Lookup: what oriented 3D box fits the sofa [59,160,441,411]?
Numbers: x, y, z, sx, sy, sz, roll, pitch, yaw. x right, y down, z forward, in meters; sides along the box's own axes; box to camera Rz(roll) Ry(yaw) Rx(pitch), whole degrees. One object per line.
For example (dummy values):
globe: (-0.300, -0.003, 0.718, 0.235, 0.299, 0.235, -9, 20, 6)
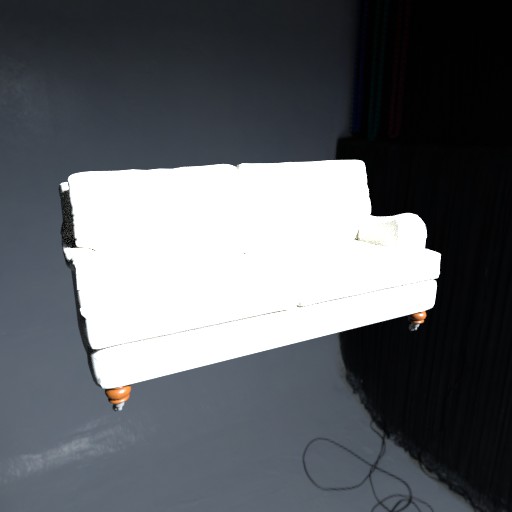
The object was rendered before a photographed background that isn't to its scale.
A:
sofa: (0.000, 0.000, 2.747, 2.159, 1.087, 1.086, -8, 18, -26)
